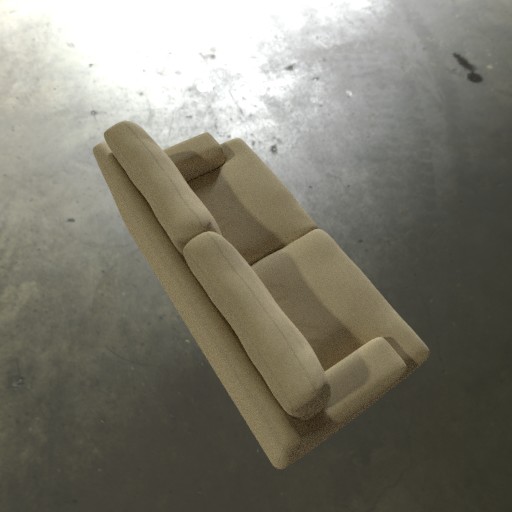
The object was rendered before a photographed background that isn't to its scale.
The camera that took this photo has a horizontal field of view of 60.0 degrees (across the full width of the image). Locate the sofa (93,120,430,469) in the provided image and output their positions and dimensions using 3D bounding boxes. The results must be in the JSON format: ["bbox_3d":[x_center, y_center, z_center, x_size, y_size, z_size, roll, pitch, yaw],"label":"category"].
[{"bbox_3d":[0.000,0.000,2.430,0.962,0.967,1.885,-29,63,-17],"label":"sofa"}]
